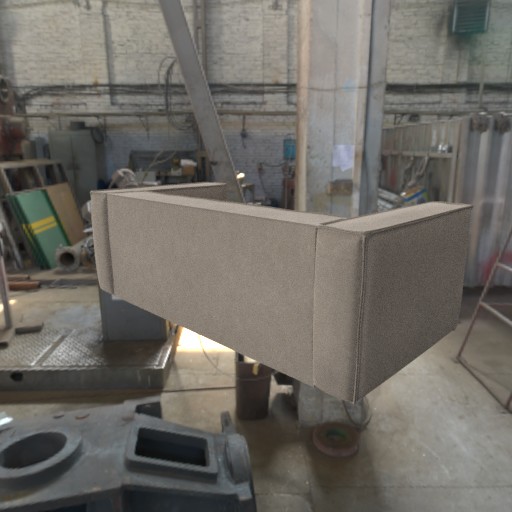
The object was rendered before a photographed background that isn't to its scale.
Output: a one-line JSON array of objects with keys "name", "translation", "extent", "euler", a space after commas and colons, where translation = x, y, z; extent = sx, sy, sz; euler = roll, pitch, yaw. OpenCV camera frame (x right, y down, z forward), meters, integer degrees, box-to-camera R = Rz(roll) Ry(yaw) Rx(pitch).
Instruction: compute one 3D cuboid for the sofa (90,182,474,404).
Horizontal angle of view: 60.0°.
[{"name": "sofa", "translation": [0.000, 0.000, 2.517], "extent": [1.995, 0.680, 1.038], "euler": [13, 19, 43]}]
